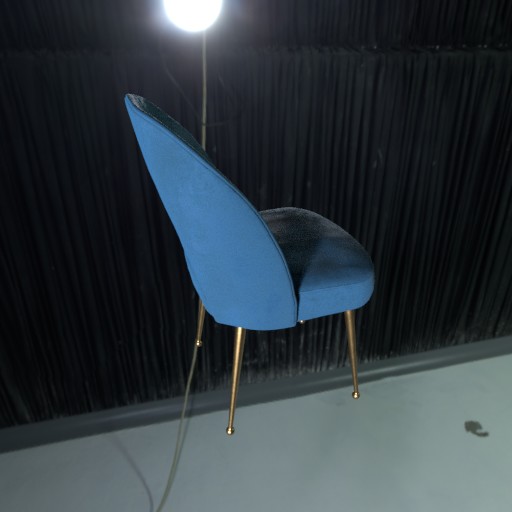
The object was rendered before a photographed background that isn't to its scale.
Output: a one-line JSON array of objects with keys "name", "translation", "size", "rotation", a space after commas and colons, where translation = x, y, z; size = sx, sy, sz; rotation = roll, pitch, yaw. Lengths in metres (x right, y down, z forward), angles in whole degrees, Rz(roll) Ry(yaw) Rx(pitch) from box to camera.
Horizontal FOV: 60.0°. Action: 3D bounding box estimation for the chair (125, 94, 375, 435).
[{"name": "chair", "translation": [0.000, 0.000, 1.219], "size": [0.577, 0.860, 0.527], "rotation": [-10, 30, -17]}]
